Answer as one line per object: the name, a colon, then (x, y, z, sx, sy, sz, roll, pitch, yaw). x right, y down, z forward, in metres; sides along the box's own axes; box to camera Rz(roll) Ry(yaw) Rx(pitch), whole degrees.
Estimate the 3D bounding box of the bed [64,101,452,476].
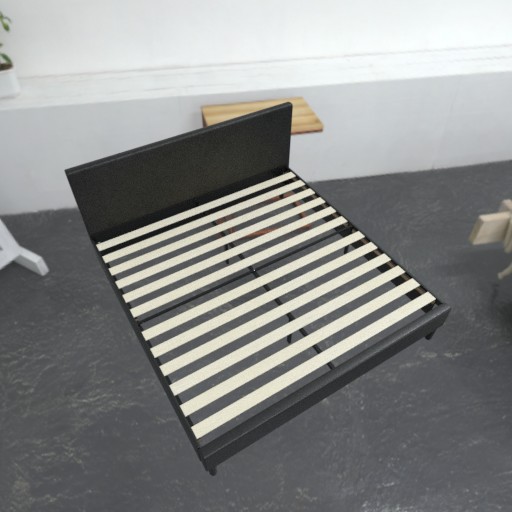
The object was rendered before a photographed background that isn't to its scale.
bed: (0.000, 0.000, 3.376, 2.018, 1.046, 2.152, -24, 51, -21)
